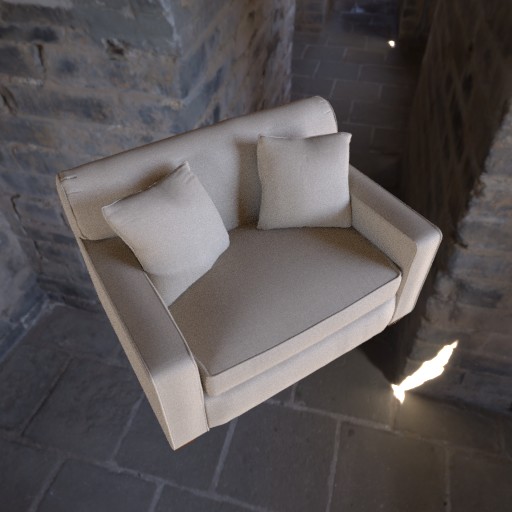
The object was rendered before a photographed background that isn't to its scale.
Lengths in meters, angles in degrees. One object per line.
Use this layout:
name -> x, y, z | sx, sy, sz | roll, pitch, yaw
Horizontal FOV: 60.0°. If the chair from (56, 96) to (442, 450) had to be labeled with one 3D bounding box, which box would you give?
chair -> 0.000, 0.000, 2.074 | 1.383, 0.948, 1.000 | -24, 49, -22
